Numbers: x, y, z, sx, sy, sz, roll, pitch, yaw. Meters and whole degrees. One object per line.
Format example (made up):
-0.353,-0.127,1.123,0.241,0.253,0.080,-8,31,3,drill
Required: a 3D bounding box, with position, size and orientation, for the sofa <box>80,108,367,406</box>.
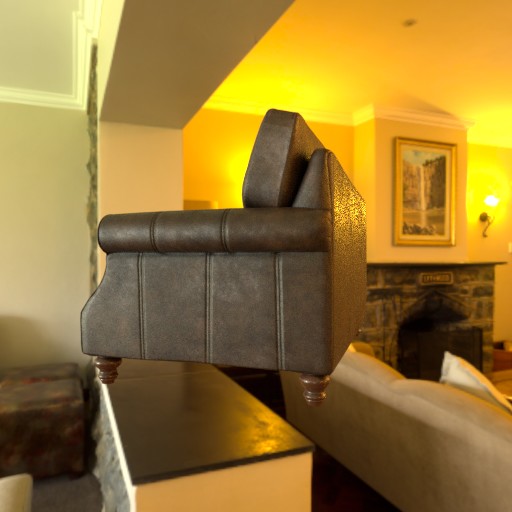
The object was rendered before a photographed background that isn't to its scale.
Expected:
0.000,0.000,2.224,0.990,0.976,1.616,0,0,18,sofa
